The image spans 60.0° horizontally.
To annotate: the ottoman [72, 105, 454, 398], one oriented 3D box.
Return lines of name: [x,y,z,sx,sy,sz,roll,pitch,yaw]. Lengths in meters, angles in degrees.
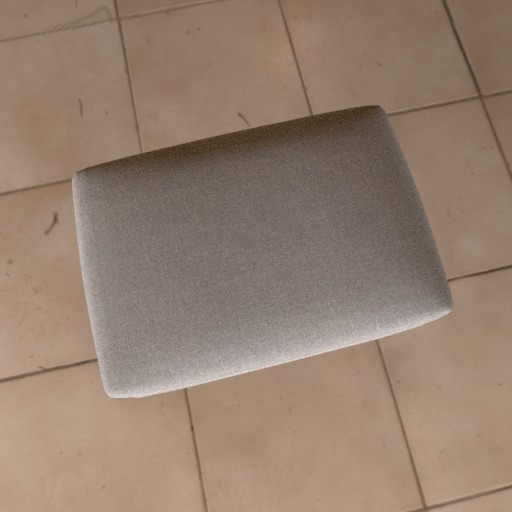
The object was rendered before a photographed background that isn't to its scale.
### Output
ottoman: [0.000,0.000,1.206,0.838,0.457,0.584,-13,76,-3]
